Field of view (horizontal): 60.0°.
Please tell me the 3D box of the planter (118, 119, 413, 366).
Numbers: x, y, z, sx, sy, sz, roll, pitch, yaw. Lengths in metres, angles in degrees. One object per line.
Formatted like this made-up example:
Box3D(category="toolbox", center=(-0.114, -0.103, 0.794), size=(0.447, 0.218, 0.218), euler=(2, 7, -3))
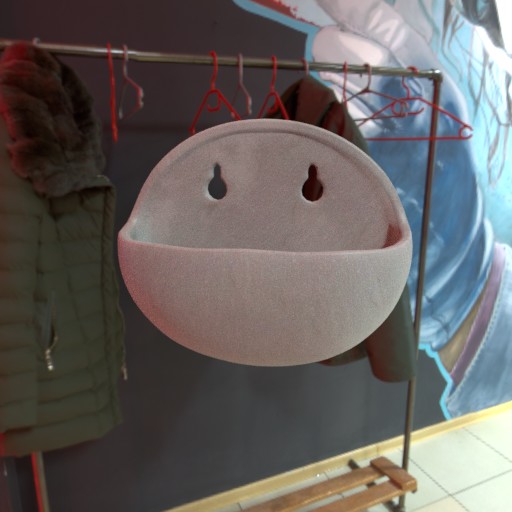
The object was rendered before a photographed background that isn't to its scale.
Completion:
Box3D(category="planter", center=(0.000, 0.000, 0.271), size=(0.190, 0.164, 0.073), euler=(2, 14, 9))
